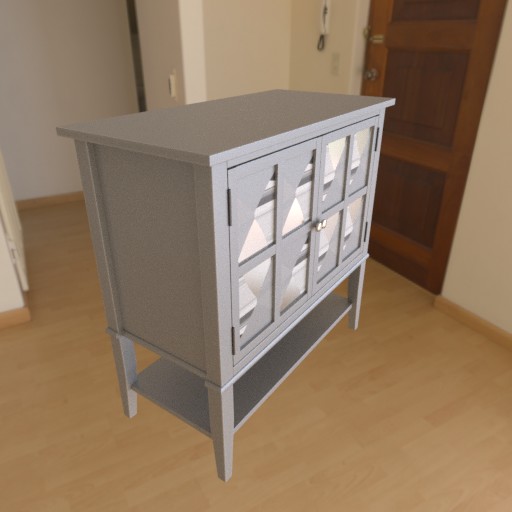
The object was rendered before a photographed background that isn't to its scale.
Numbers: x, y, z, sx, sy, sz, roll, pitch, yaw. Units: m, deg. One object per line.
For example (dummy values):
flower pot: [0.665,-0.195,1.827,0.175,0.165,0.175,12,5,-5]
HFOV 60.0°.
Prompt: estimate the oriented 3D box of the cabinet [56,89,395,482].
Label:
cabinet: [0.000,0.000,1.232,0.396,0.780,0.801,18,32,31]
